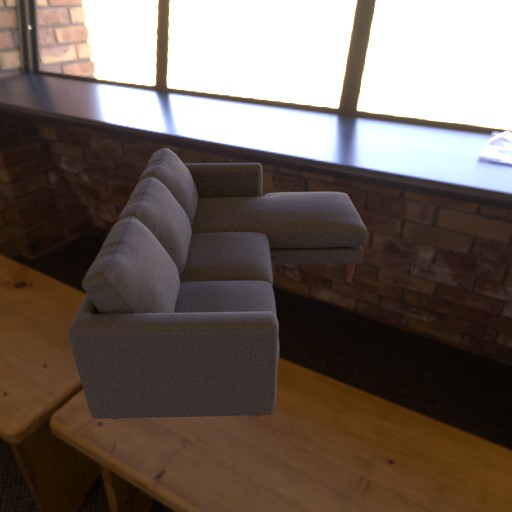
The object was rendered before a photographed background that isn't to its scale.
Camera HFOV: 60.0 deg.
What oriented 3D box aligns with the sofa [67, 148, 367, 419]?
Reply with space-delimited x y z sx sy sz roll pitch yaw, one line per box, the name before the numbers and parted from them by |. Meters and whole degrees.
sofa | 0.000 0.000 2.801 1.591 0.897 2.031 -1 31 -1
